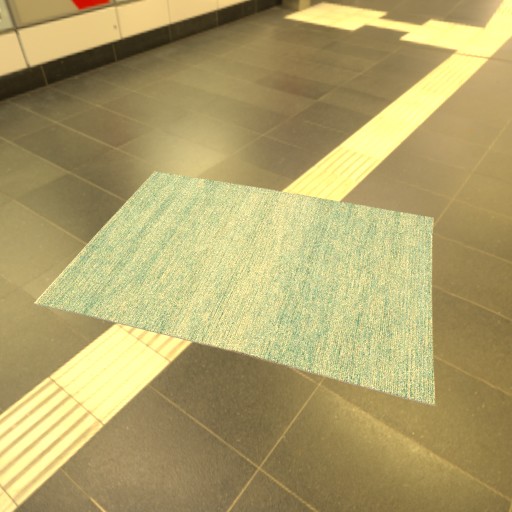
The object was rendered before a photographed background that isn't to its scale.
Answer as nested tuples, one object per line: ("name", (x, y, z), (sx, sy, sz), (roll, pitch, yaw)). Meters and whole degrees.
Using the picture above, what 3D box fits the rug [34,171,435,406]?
("rug", (0.000, 0.000, 2.971), (2.305, 0.029, 1.593), (11, 43, 13))
